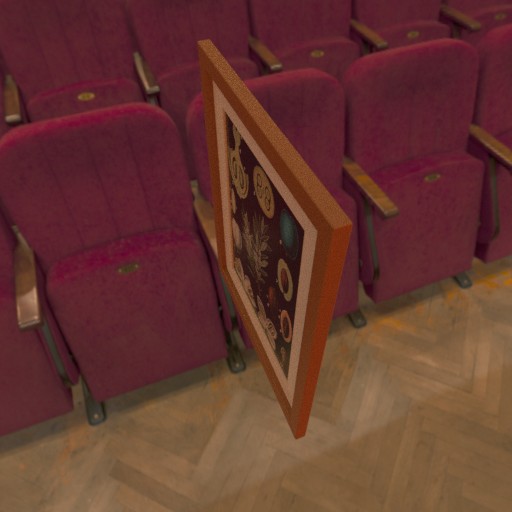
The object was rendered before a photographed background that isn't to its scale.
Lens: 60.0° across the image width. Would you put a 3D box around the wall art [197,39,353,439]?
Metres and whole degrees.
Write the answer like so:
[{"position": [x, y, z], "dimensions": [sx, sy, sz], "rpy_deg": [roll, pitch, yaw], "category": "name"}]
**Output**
[{"position": [0.000, 0.000, 0.524], "dimensions": [0.015, 0.379, 0.310], "rpy_deg": [-16, 50, -14], "category": "wall art"}]
